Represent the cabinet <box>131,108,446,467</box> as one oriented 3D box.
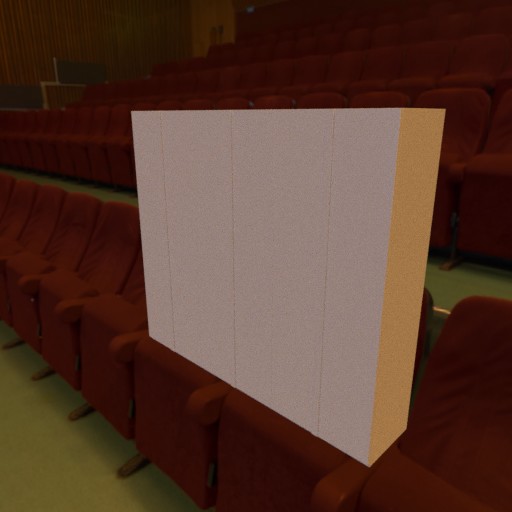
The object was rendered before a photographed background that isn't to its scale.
[{"bbox_3d":[0.000,0.000,3.797,2.700,2.370,0.590,16,24,42],"label":"cabinet"}]
